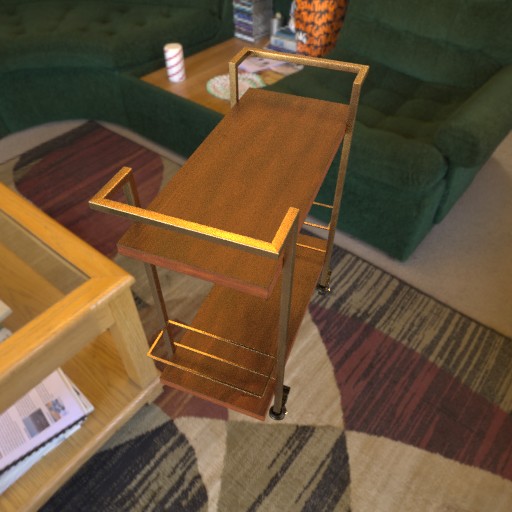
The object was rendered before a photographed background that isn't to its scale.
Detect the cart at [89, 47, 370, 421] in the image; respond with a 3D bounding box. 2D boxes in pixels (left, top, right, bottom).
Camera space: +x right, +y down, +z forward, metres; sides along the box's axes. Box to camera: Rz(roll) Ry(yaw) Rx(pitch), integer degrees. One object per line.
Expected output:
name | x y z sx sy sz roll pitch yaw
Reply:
cart | 0.000 0.000 1.199 0.364 0.807 0.695 16 48 14
